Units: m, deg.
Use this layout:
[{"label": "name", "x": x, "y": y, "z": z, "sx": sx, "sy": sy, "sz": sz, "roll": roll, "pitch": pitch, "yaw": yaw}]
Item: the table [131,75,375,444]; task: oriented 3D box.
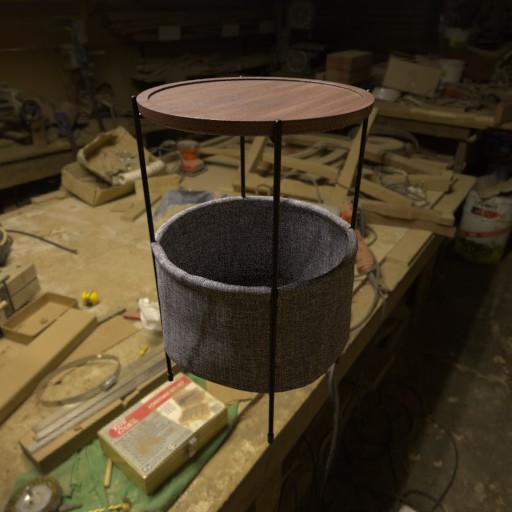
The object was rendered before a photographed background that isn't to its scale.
[{"label": "table", "x": 0.000, "y": 0.000, "z": 0.890, "sx": 0.400, "sy": 0.623, "sz": 0.400, "roll": 20, "pitch": 35, "yaw": 31}]
